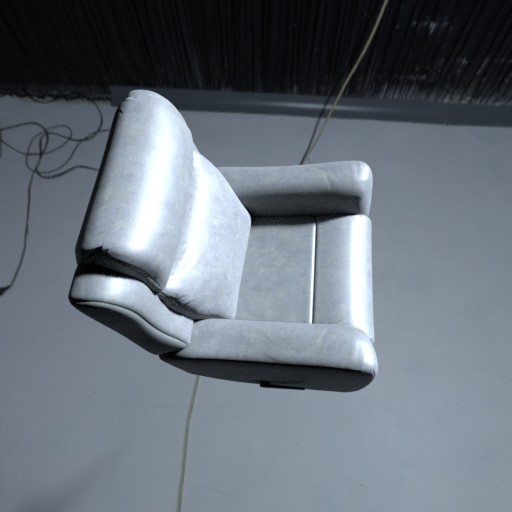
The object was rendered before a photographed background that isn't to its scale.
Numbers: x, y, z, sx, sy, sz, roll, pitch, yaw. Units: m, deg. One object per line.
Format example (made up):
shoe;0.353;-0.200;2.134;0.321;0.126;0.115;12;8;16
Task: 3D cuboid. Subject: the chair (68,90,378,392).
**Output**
chair;0.000;0.000;1.856;1.068;1.116;0.967;5;64;2
